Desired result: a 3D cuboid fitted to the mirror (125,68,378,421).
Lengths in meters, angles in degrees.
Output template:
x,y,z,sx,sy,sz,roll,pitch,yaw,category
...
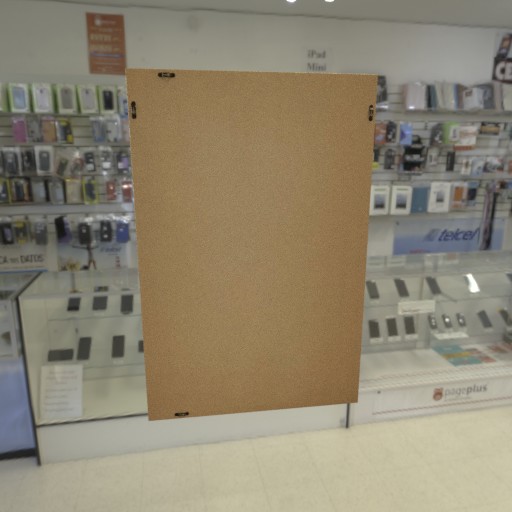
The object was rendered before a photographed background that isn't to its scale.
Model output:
x,y,z,sx,sy,sz,roll,pitch,yaw,category
0.000,0.000,1.182,0.609,0.915,0.040,-2,14,-8,mirror
